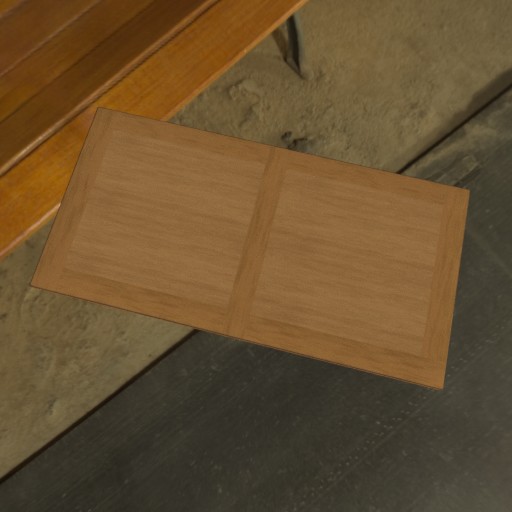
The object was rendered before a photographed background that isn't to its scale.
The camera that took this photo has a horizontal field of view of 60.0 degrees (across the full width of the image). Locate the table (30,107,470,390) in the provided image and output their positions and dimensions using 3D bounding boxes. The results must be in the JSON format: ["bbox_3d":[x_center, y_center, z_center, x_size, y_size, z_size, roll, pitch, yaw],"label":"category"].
[{"bbox_3d":[0.000,0.000,2.540,1.982,0.762,1.000,13,76,3],"label":"table"}]
